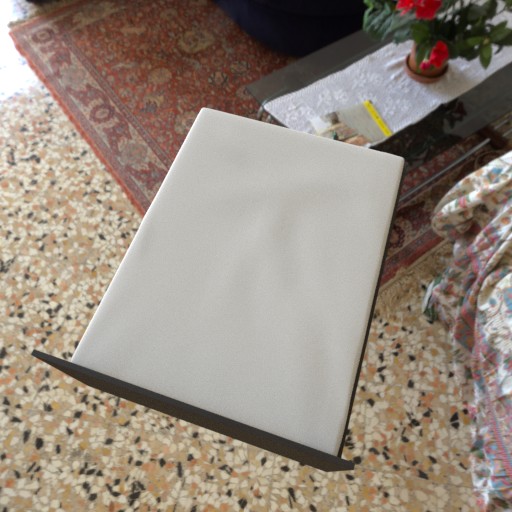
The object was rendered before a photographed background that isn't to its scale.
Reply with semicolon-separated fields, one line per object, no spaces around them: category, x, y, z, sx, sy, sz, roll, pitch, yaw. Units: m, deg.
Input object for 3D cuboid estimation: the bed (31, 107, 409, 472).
bed;0.000;0.000;2.818;1.585;0.823;2.073;17;65;8
